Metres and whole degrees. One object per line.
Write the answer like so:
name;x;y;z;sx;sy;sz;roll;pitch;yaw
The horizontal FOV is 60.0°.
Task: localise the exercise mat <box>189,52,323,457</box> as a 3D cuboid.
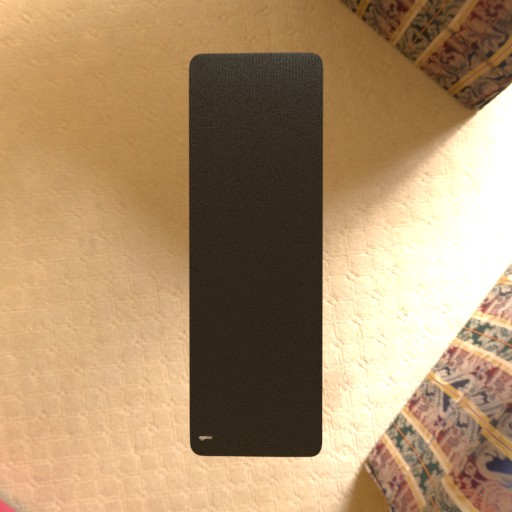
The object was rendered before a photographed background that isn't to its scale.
exercise mat;0.000;0.000;2.048;0.616;0.021;1.869;0;91;0
